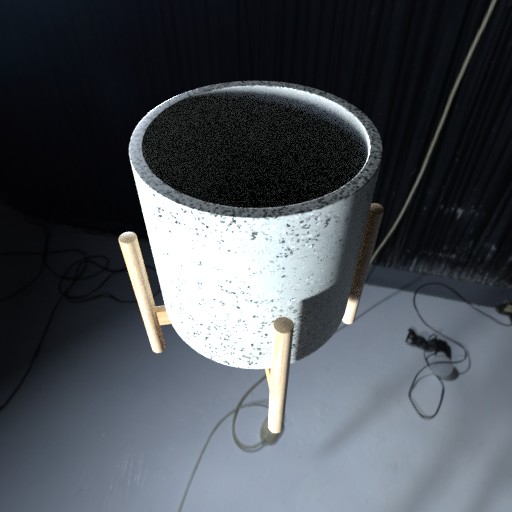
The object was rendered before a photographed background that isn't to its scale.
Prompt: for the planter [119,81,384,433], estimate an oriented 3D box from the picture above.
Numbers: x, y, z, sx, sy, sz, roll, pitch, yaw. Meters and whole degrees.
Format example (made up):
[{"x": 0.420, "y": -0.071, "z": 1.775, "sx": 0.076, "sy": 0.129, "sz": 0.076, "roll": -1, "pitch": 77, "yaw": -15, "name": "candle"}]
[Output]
[{"x": 0.000, "y": 0.000, "z": 0.689, "sx": 0.360, "sy": 0.419, "sz": 0.360, "roll": 9, "pitch": 47, "yaw": 9, "name": "planter"}]
